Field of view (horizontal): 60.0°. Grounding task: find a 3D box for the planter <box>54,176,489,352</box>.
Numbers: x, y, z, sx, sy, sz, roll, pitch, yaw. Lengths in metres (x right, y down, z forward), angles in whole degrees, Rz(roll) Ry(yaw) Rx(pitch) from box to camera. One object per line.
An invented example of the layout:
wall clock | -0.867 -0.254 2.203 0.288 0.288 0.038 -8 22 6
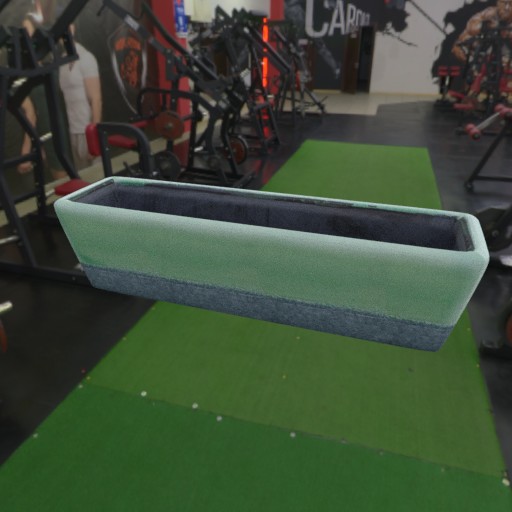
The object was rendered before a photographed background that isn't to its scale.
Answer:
planter | 0.000 0.000 0.308 0.275 0.072 0.072 8 27 17
